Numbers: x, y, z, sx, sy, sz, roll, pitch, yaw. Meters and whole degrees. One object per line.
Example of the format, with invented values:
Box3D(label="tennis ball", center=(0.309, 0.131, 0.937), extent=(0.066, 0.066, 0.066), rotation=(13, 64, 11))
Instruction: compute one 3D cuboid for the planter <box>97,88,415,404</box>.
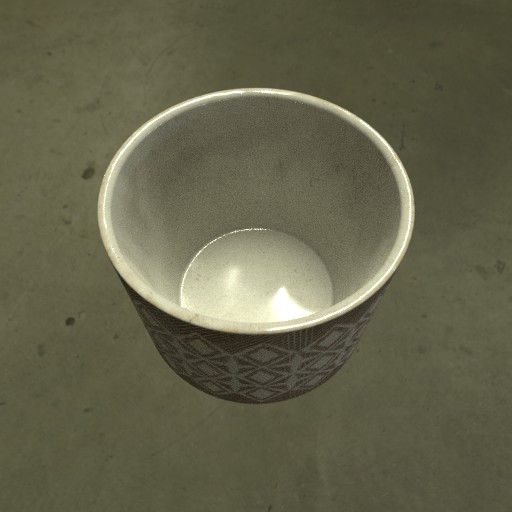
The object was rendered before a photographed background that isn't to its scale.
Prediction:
Box3D(label="planter", center=(0.000, 0.000, 0.223), extent=(0.126, 0.104, 0.126), rotation=(0, 58, 0))
